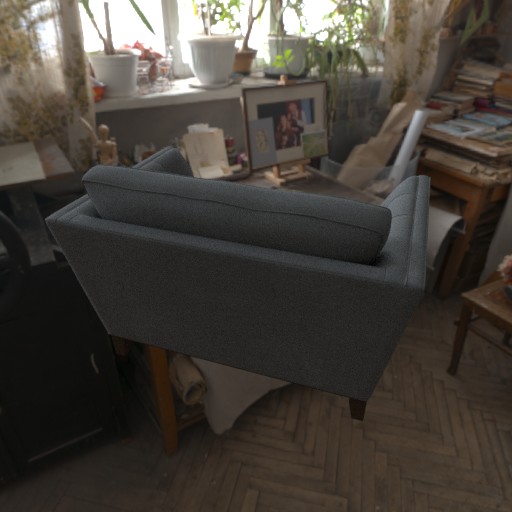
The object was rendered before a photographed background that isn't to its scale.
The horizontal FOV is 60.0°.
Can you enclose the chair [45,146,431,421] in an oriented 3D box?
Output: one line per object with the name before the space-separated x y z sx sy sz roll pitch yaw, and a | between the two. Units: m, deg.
chair | 0.000 0.000 2.043 1.396 0.942 0.965 10 32 17
